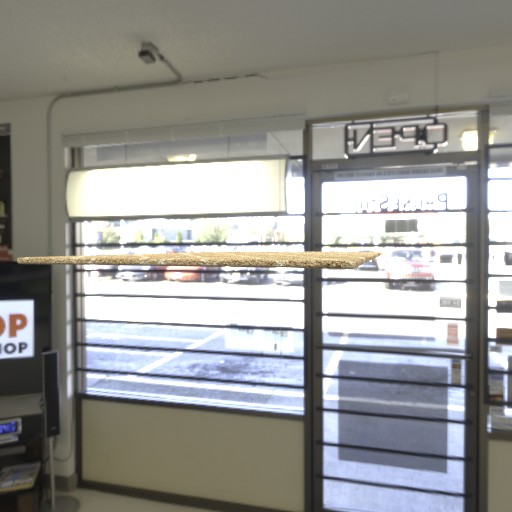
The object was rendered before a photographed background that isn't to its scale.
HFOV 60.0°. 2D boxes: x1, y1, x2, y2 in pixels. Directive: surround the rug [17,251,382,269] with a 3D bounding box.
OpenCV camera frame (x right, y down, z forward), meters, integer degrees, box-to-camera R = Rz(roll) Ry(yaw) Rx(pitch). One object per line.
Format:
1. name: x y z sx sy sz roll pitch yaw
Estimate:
1. rug: 0.000 0.000 2.948 1.524 0.030 2.438 0 1 18
